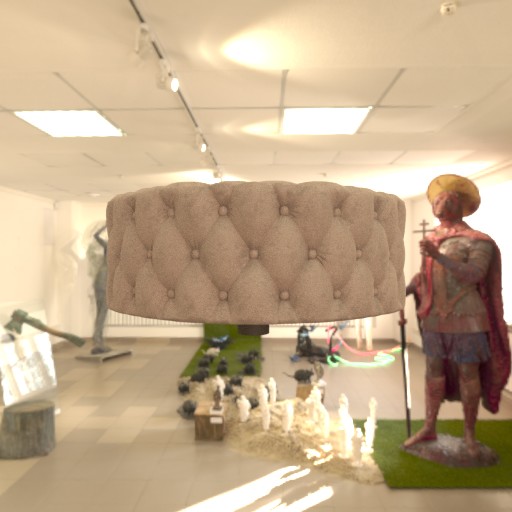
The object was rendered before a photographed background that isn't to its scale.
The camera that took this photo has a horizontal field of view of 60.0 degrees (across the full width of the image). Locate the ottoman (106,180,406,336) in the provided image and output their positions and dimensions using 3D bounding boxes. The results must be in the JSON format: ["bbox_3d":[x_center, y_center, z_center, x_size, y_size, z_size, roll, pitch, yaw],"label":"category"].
[{"bbox_3d":[0.000,0.000,1.547,0.998,0.399,0.998,0,0,0],"label":"ottoman"}]
